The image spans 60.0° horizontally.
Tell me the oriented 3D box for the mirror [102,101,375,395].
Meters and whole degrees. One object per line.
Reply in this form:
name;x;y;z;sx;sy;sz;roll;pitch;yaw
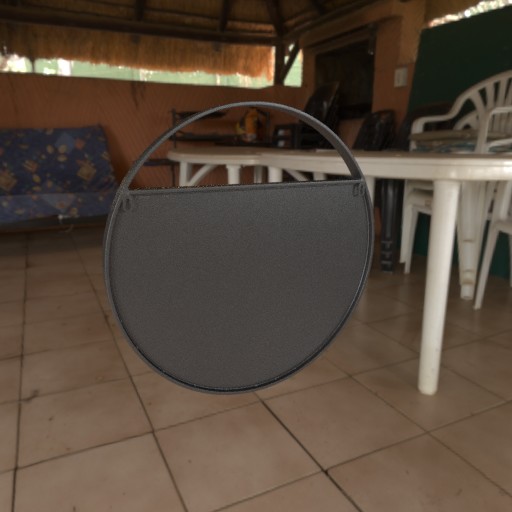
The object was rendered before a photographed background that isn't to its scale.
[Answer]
mirror;0.000;0.000;0.858;0.565;0.565;0.032;-7;16;-26
